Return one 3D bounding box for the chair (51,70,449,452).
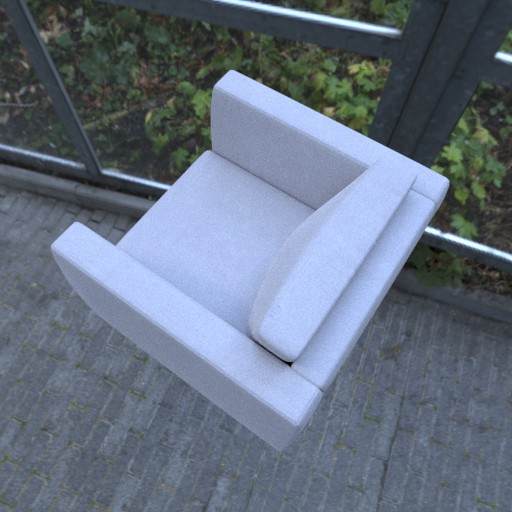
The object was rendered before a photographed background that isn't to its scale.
[{"bbox_3d":[0.000,0.000,1.669,0.930,0.860,1.000,32,68,15],"label":"chair"}]
